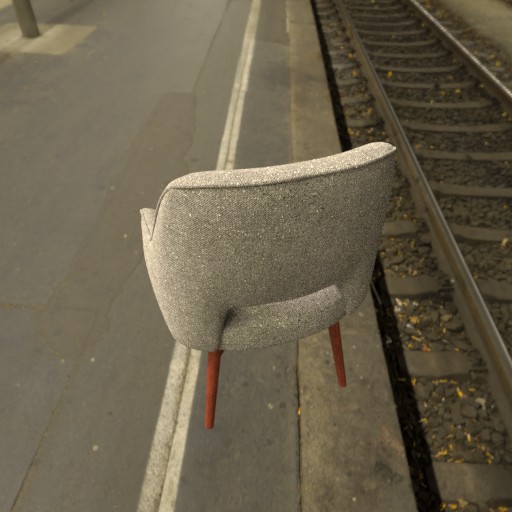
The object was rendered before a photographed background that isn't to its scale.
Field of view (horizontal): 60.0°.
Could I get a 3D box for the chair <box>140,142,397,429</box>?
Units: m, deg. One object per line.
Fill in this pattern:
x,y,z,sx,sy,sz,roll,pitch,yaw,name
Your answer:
0.000,0.000,1.274,0.608,0.875,0.629,-13,42,-14,chair
